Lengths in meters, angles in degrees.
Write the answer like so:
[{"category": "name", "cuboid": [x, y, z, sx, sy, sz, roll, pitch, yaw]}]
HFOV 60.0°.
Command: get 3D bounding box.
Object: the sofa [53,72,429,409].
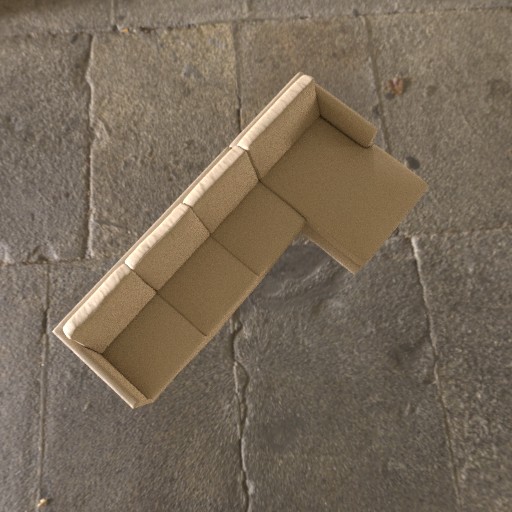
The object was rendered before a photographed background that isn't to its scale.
[{"category": "sofa", "cuboid": [0.000, 0.000, 3.973, 1.622, 0.871, 3.206, 40, 80, 9]}]
